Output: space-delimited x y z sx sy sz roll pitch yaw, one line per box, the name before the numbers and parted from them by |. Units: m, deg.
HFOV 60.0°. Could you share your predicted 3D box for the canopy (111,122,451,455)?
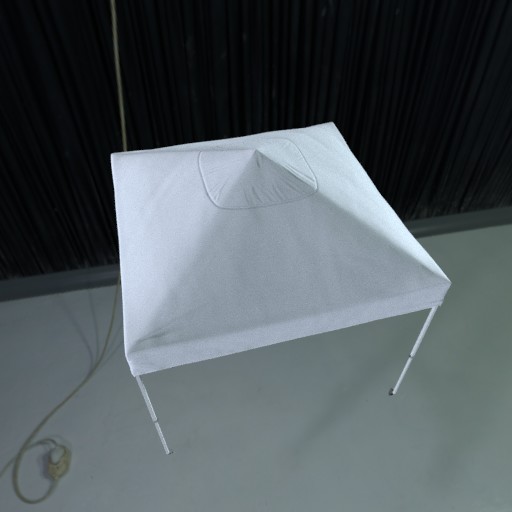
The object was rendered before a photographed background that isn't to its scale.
canopy | 0.000 0.000 5.369 2.998 2.997 2.996 -11 48 -10
